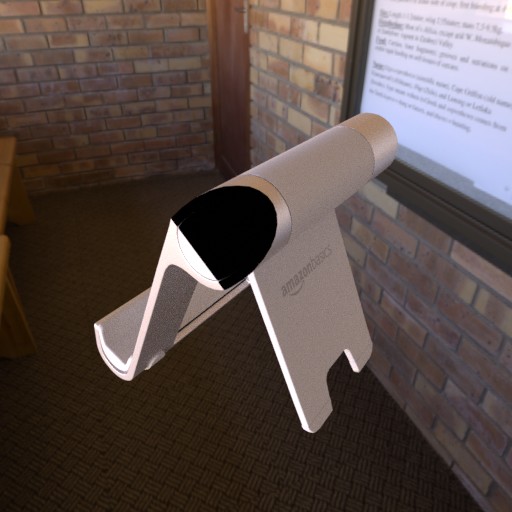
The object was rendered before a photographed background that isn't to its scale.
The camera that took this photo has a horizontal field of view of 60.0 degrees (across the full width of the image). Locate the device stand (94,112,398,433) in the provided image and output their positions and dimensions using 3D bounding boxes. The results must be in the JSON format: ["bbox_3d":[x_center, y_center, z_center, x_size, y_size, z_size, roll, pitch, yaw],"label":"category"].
[{"bbox_3d":[0.000,0.000,0.152,0.079,0.084,0.086,22,39,30],"label":"device stand"}]
